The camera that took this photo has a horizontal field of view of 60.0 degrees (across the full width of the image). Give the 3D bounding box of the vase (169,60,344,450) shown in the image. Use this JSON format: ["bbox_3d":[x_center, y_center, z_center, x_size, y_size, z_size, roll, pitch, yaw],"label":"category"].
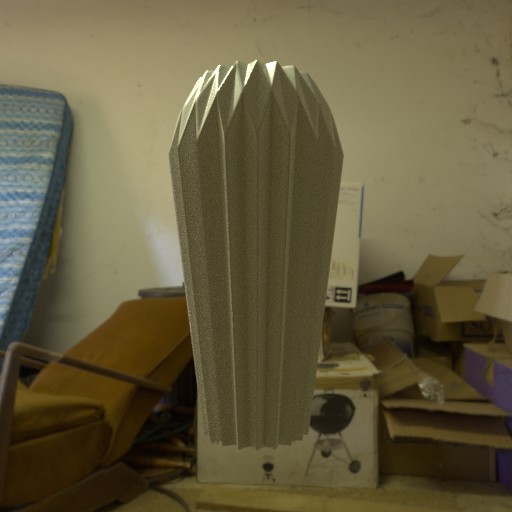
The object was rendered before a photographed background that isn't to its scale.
[{"bbox_3d":[0.000,0.000,0.340,0.133,0.263,0.133,0,-1,0],"label":"vase"}]
